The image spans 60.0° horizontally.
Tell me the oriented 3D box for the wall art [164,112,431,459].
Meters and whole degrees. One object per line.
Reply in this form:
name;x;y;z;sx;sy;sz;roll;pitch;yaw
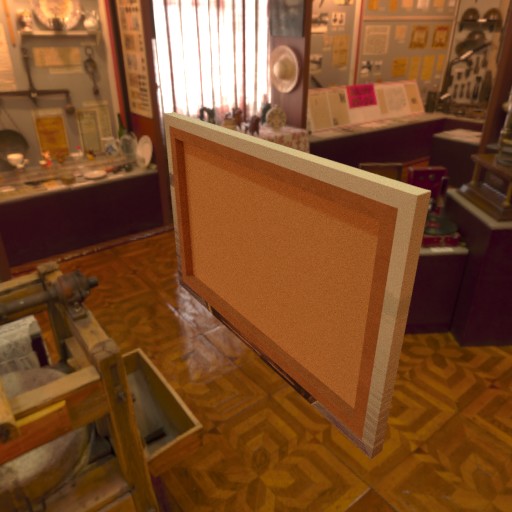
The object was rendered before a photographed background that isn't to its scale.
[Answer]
wall art;0.000;0.000;1.170;0.037;0.609;0.916;-18;32;-31
